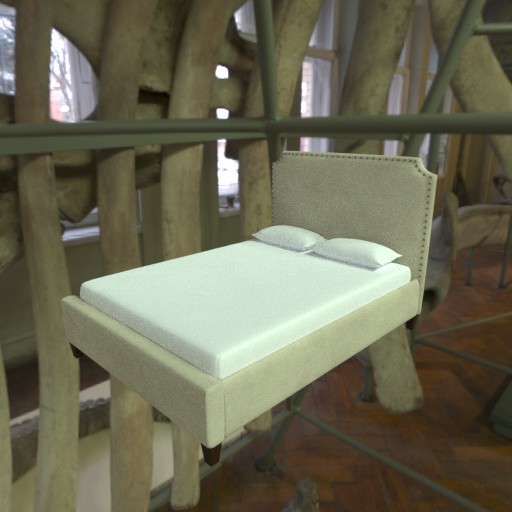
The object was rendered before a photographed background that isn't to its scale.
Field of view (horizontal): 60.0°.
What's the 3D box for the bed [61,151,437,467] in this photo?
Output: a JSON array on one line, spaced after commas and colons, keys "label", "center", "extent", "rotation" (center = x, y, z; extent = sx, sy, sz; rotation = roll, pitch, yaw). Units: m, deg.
[{"label": "bed", "center": [0.000, 0.000, 3.402], "extent": [1.712, 1.443, 2.372], "rotation": [16, 22, 42]}]
